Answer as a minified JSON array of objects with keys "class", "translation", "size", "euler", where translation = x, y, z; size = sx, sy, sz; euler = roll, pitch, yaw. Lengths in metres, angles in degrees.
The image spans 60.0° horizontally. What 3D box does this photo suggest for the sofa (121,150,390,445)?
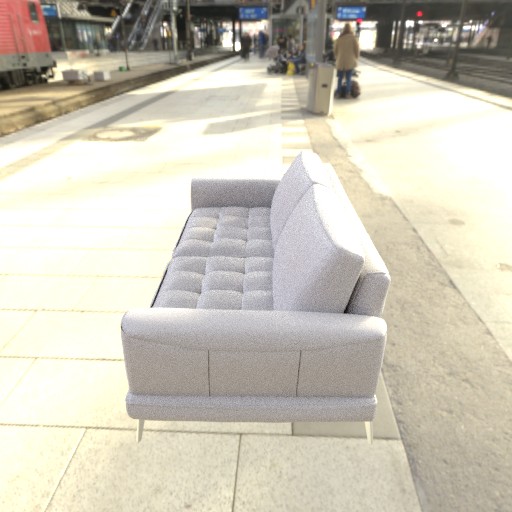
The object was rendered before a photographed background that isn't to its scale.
[{"class":"sofa","translation":[0.000,0.000,2.717],"size":[1.121,0.930,2.177],"euler":[0,26,1]}]
